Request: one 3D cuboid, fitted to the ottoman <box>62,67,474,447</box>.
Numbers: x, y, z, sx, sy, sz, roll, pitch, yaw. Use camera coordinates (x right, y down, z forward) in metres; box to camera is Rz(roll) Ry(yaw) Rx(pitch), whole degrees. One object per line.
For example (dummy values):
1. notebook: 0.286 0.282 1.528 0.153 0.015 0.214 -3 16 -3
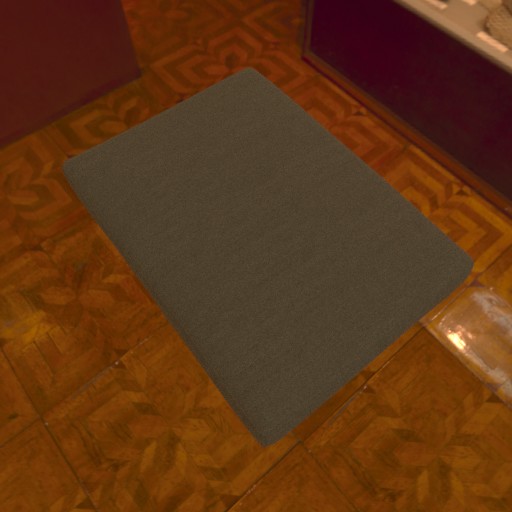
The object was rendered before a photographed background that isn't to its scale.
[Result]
1. ottoman: 0.000 0.000 1.136 0.569 0.500 0.771 -34 67 -17
